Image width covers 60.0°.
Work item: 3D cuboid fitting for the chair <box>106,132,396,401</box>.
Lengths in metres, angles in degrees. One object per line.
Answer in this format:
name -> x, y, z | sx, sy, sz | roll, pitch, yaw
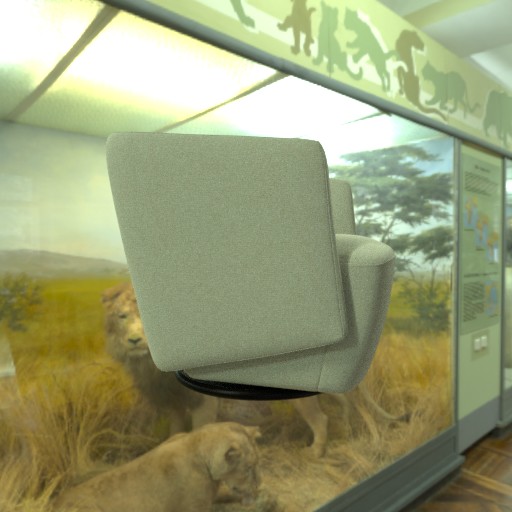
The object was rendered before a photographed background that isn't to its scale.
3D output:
chair -> 0.000, 0.000, 1.640 | 0.986, 0.861, 0.822 | 0, 1, 17
